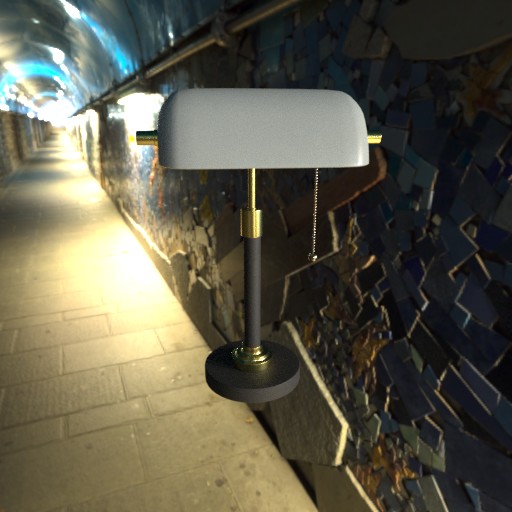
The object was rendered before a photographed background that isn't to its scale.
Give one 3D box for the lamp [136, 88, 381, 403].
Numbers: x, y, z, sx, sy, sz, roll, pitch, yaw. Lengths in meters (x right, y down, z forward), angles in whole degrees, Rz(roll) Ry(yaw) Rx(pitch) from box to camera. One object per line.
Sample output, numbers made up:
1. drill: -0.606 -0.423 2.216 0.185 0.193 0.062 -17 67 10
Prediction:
1. lamp: 0.000 0.000 0.579 0.269 0.404 0.227 -2 17 -7
